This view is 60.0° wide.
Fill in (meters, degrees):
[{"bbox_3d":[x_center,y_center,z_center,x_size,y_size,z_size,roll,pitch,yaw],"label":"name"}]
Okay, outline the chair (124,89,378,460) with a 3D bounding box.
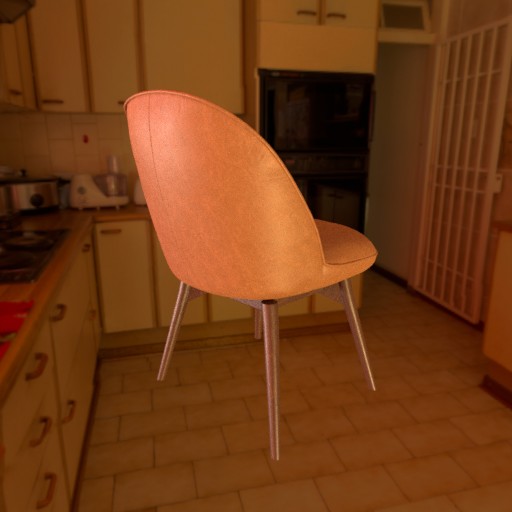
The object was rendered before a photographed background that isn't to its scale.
[{"bbox_3d":[0.000,0.000,1.240,0.631,0.831,0.521,-14,20,-43],"label":"chair"}]
